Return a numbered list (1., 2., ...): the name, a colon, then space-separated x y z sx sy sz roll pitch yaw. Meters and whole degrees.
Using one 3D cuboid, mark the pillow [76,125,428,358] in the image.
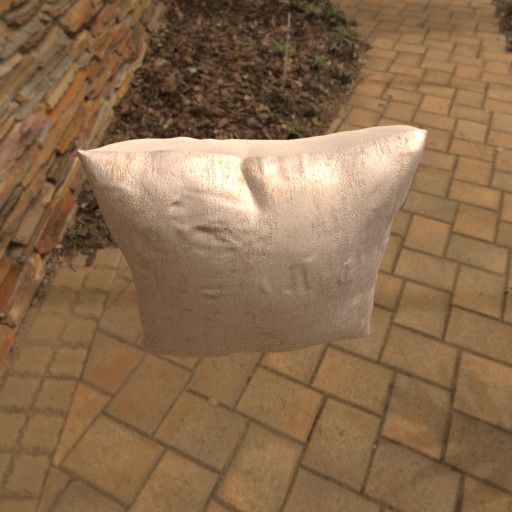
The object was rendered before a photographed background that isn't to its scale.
1. pillow: 0.000 0.000 0.719 0.450 0.448 0.245 -2 46 -2
